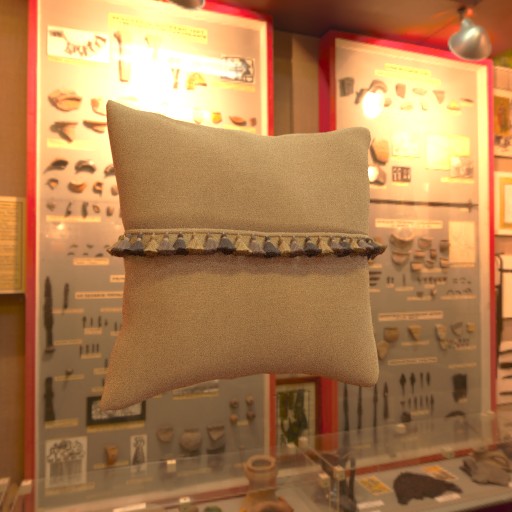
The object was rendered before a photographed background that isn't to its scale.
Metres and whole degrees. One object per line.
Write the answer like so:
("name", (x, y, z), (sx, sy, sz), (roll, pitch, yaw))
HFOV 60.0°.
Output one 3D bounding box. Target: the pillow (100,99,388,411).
("pillow", (0.000, 0.000, 0.737), (0.489, 0.481, 0.165), (0, -1, -18))
